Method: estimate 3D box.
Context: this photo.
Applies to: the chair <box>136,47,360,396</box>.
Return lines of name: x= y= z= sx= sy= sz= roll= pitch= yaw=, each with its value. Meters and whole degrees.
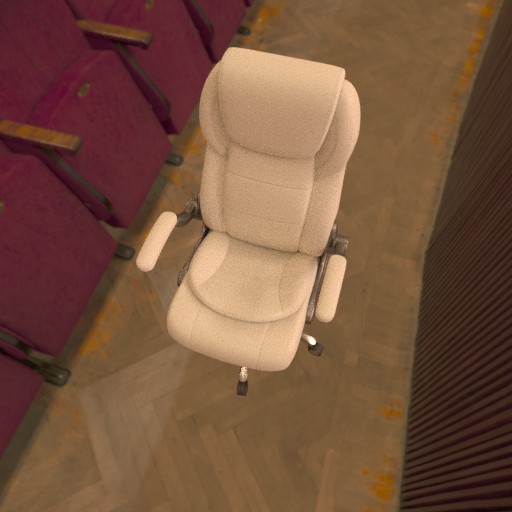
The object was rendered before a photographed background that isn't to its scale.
chair: x=0.000 y=0.000 z=1.806 sx=0.755 sy=1.330 sz=0.806 roll=15 pitch=59 yaw=9
